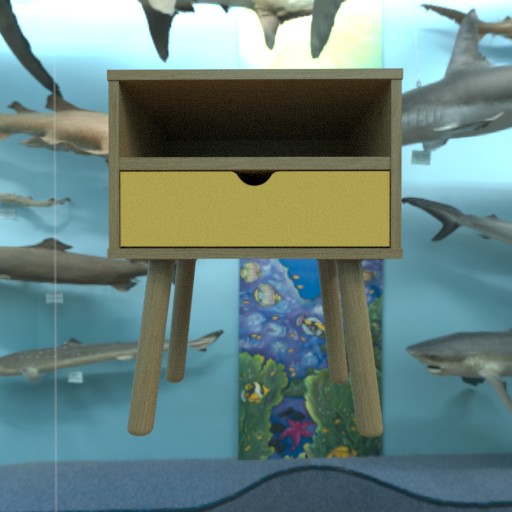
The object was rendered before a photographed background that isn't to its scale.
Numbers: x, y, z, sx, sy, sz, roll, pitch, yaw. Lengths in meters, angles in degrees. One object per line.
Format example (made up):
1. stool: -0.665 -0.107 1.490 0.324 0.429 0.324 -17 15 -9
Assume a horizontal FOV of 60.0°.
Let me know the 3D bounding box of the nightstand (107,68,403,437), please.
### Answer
1. nightstand: 0.000 0.000 0.865 0.450 0.571 0.380 0 0 1
